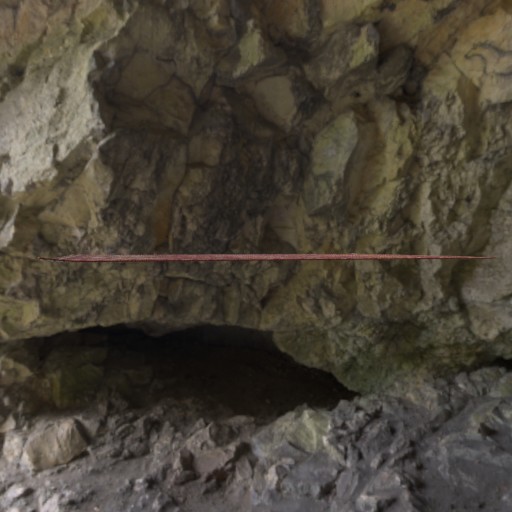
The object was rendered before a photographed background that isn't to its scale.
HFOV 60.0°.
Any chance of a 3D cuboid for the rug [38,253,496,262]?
[{"bbox_3d":[0.000,0.000,2.797,2.286,0.026,1.521,0,1,-18],"label":"rug"}]
